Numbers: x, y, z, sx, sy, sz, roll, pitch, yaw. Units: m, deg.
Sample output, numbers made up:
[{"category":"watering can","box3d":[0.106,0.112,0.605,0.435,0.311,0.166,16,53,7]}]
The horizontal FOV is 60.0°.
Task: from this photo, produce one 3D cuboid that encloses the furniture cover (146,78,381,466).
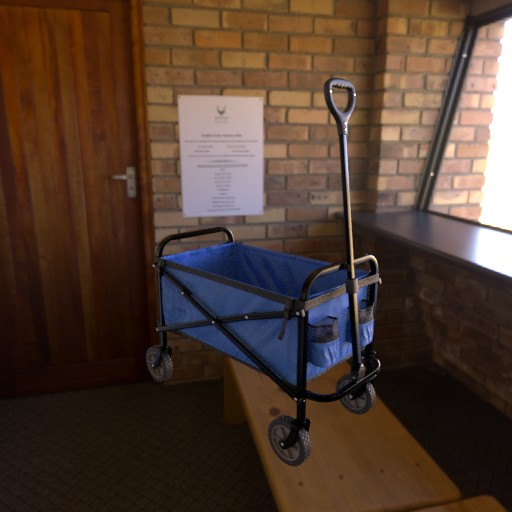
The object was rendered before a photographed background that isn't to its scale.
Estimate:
[{"category":"furniture cover","box3d":[0.000,0.000,1.817,1.038,1.295,0.532,13,19,43]}]
